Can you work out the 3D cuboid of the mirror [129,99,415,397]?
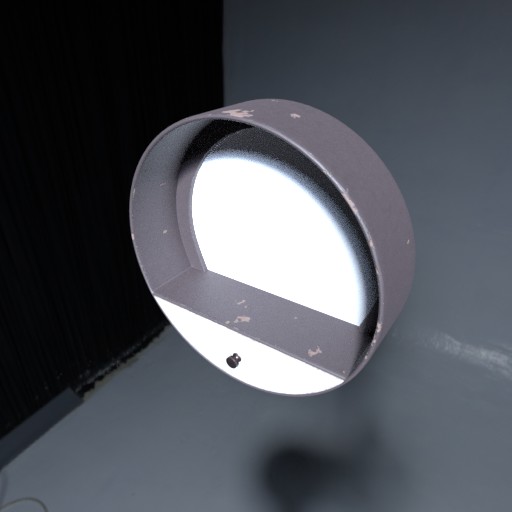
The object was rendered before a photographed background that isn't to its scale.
[{"bbox_3d":[0.000,0.000,0.596,0.386,0.386,0.126,19,34,29],"label":"mirror"}]
